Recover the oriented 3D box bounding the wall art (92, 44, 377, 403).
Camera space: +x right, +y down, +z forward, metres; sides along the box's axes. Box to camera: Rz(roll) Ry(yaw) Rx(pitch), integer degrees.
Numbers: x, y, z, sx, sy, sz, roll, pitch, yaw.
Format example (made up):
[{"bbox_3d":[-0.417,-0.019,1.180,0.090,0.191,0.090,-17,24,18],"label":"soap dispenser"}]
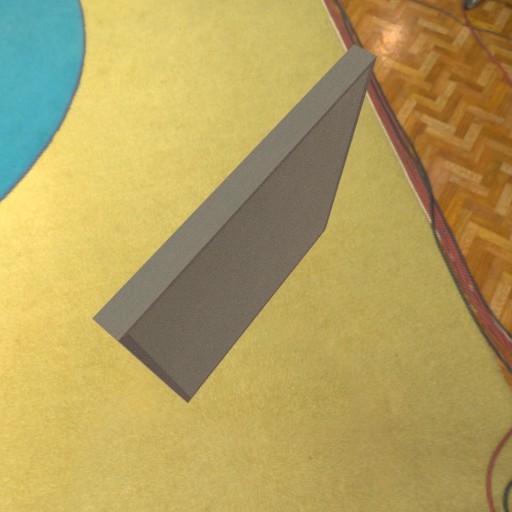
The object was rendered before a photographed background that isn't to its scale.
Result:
[{"bbox_3d":[0.000,0.000,0.768,0.038,0.506,0.508,35,69,15],"label":"wall art"}]
